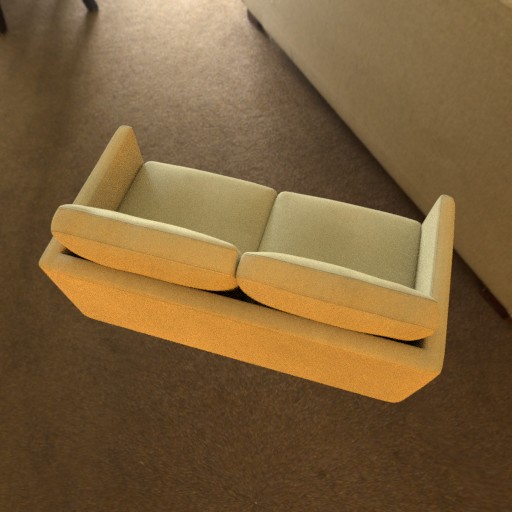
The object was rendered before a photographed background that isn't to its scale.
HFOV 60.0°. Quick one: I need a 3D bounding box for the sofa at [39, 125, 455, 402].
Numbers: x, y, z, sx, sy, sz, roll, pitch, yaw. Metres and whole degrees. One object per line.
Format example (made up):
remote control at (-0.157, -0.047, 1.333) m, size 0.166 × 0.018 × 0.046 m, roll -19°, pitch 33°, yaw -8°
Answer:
sofa at (0.000, 0.000, 2.343) m, size 1.846 × 0.940 × 0.950 m, roll 14°, pitch 62°, yaw 8°
